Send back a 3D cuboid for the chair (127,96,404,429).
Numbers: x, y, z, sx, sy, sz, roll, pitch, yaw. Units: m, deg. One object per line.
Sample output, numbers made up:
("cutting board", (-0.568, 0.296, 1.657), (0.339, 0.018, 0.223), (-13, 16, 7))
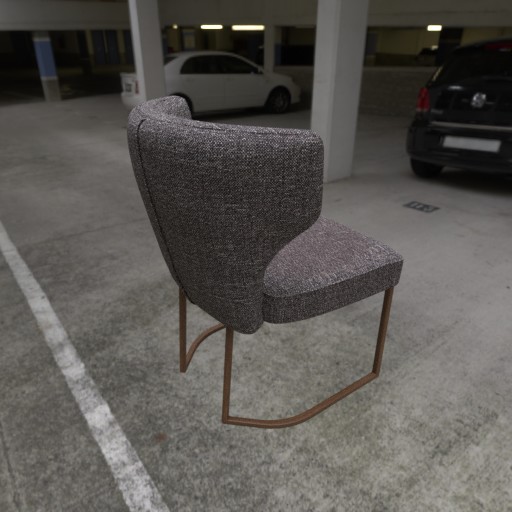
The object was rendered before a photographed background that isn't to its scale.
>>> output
("chair", (0.000, 0.000, 1.245), (0.617, 0.824, 0.611), (-19, 33, -31))
